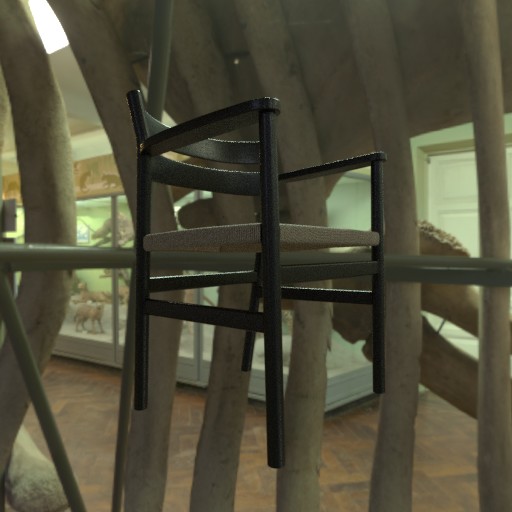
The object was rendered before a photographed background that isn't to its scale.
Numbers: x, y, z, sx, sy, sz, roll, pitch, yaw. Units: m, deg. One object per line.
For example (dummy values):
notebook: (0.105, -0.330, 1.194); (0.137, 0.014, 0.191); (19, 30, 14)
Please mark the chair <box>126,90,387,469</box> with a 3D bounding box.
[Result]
chair: (0.000, 0.000, 1.167); (0.508, 0.775, 0.630); (1, 1, 36)
